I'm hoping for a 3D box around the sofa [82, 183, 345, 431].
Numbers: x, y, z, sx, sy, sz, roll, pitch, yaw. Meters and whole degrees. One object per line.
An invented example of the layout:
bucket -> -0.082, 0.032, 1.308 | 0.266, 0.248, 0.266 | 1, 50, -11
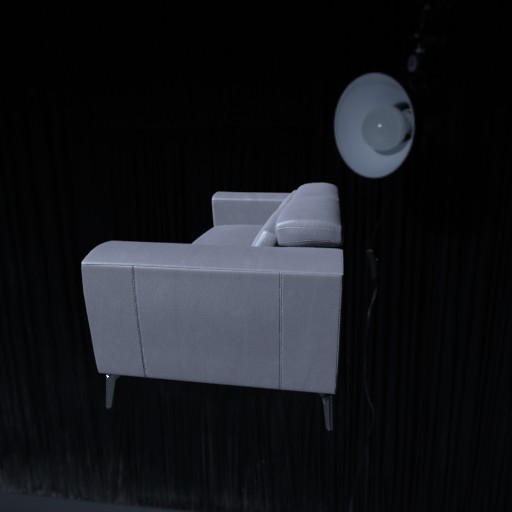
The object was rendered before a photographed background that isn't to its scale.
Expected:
sofa -> 0.000, 0.000, 2.814 | 1.048, 0.814, 2.330 | 2, 15, 9
